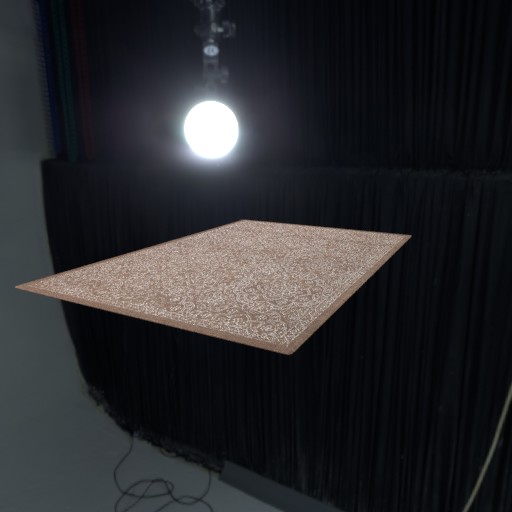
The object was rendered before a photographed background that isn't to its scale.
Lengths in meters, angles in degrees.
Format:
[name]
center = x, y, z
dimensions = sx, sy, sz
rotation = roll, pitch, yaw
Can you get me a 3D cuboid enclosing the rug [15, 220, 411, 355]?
[rug]
center = 0.000, 0.000, 2.845
dimensions = 1.524, 0.011, 2.286
rotation = 8, 16, 28
